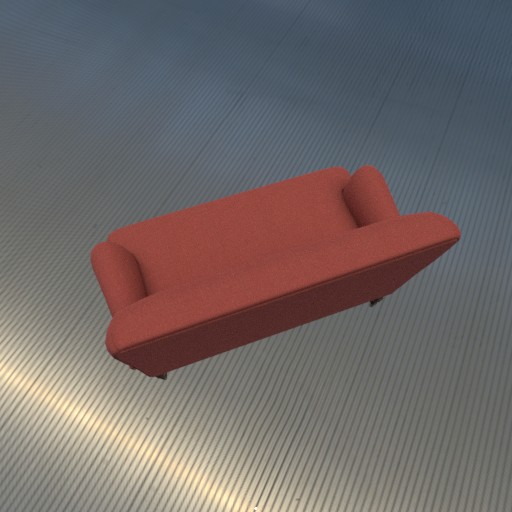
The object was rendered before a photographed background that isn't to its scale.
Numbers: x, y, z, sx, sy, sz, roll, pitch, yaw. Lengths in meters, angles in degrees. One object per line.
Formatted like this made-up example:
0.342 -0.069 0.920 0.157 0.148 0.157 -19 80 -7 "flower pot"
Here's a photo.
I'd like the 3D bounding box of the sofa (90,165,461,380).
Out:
0.000 0.000 1.895 1.297 0.889 0.779 -18 62 -10 "sofa"
